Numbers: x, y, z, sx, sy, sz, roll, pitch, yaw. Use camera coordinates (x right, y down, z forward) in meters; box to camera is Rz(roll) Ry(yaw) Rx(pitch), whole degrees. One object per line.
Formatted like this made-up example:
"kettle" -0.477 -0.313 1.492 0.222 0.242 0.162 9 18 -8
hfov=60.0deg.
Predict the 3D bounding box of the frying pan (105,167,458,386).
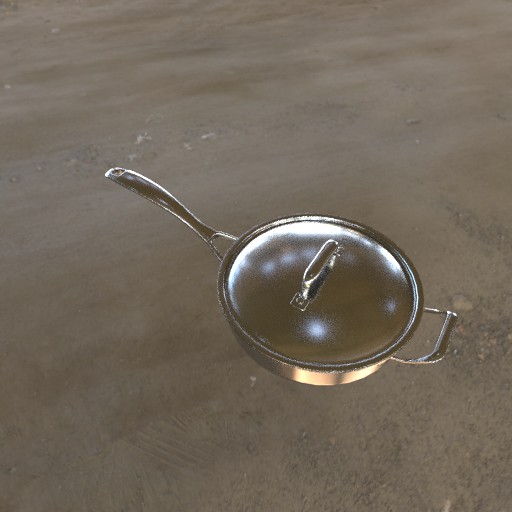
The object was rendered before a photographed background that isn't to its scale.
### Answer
"frying pan" 0.000 0.000 0.650 0.561 0.114 0.280 24 51 21
